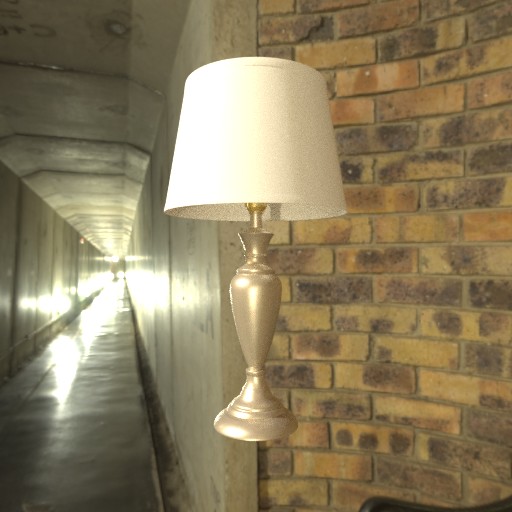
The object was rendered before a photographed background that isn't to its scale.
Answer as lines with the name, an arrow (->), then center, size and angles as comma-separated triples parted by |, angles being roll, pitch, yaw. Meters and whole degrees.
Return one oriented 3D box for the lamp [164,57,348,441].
lamp -> 0.000, 0.000, 0.807 | 0.328, 0.612, 0.328 | 0, 0, 0
